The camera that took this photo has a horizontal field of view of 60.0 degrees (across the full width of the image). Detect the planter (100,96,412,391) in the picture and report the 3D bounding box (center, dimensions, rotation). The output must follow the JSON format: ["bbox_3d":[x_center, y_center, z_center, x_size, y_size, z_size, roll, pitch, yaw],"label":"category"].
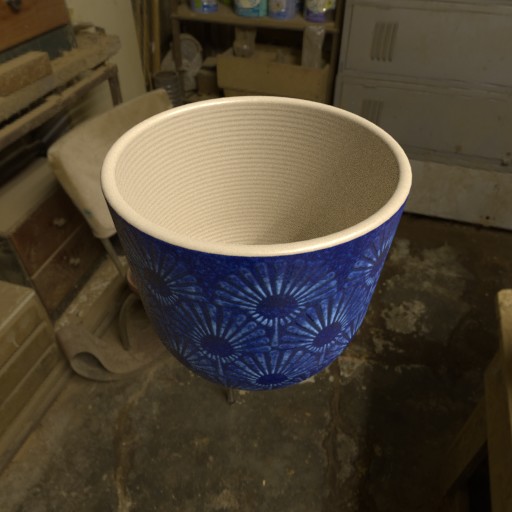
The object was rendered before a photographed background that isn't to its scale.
[{"bbox_3d":[0.000,0.000,0.298,0.170,0.153,0.170,0,41,0],"label":"planter"}]
